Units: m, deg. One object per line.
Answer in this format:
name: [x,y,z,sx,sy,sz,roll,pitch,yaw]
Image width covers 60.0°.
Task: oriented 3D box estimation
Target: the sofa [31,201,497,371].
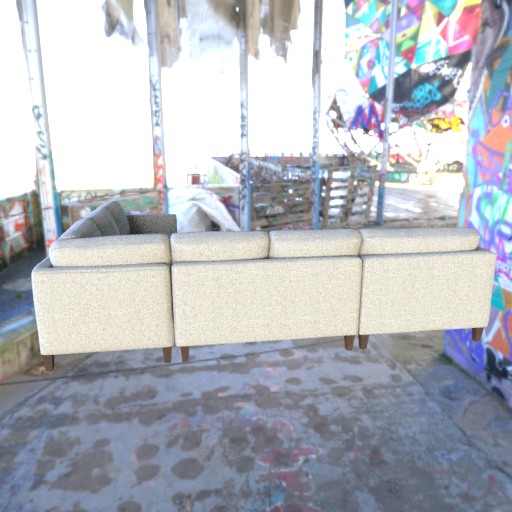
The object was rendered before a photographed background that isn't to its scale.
sofa: [0.000,0.000,4.460,3.460,0.959,2.593,-2,14,-9]
